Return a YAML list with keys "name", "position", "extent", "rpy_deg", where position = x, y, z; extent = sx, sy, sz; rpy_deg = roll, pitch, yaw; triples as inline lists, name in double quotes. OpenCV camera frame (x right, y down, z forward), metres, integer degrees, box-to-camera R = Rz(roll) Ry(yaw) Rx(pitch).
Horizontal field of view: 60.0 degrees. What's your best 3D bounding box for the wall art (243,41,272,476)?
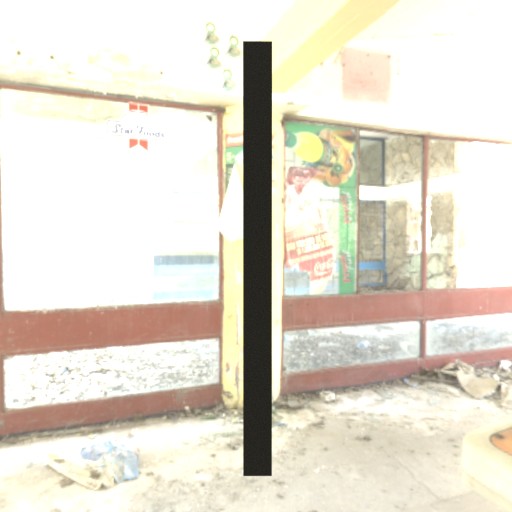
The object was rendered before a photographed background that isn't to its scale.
- name: "wall art"
  position: [0.000, 0.000, 0.697]
  extent: [0.030, 0.458, 0.462]
  rpy_deg: [0, 1, 0]
